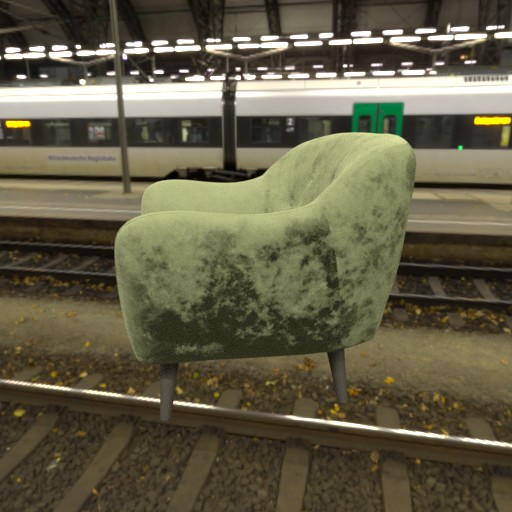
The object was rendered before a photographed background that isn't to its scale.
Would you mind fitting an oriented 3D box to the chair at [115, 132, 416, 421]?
[{"bbox_3d":[0.000,0.000,1.495,0.819,0.804,0.840,-2,15,-9],"label":"chair"}]
